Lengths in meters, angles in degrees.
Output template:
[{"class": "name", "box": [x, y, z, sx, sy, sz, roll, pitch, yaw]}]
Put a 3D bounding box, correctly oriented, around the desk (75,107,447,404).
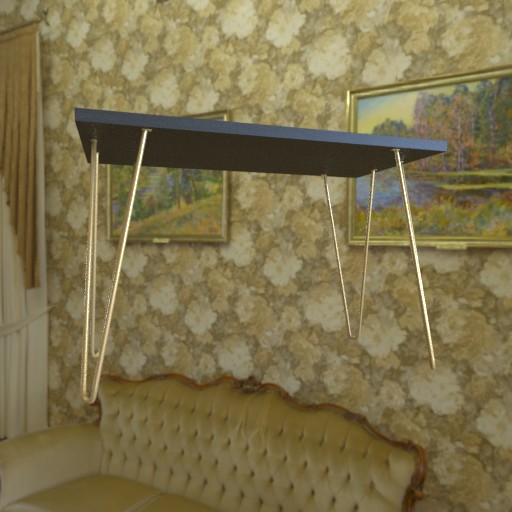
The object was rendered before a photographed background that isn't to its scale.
[{"class": "desk", "box": [0.000, 0.000, 1.361, 0.991, 0.660, 0.499, 0, 1, -18]}]
